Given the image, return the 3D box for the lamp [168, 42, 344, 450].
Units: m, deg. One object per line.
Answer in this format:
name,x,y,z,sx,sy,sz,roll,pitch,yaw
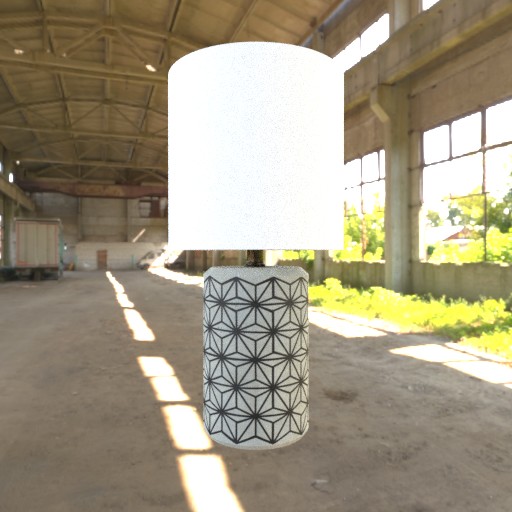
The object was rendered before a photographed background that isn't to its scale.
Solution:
lamp,0.000,0.000,0.533,0.206,0.416,0.206,0,1,37
